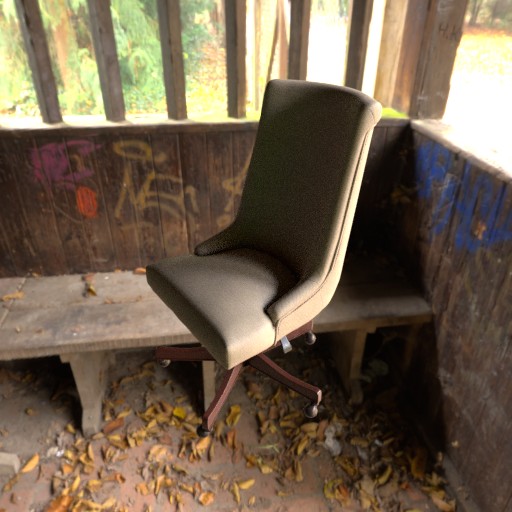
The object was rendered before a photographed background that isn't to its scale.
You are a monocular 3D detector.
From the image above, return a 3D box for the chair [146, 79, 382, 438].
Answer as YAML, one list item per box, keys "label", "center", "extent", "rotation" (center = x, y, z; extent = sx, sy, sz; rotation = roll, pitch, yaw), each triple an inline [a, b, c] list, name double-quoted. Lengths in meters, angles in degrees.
- label: "chair"
  center: [0.000, 0.000, 1.474]
  extent: [0.696, 1.010, 0.645]
  rotation: [-21, 37, -30]
